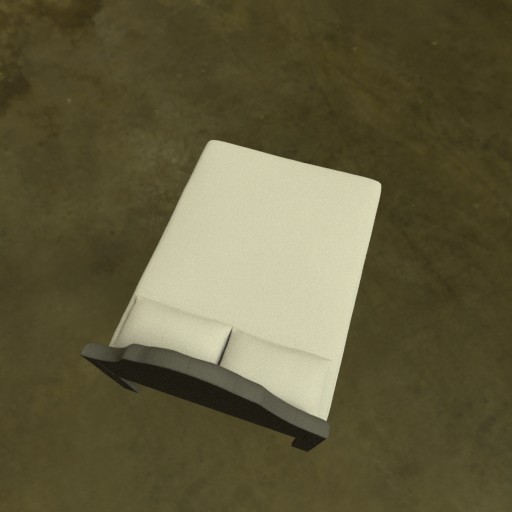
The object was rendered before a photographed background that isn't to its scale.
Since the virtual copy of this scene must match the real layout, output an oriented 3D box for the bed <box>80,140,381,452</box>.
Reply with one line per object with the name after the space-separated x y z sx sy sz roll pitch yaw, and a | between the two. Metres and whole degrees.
0.000 0.000 3.227 1.636 1.575 2.155 16 64 8 | bed
